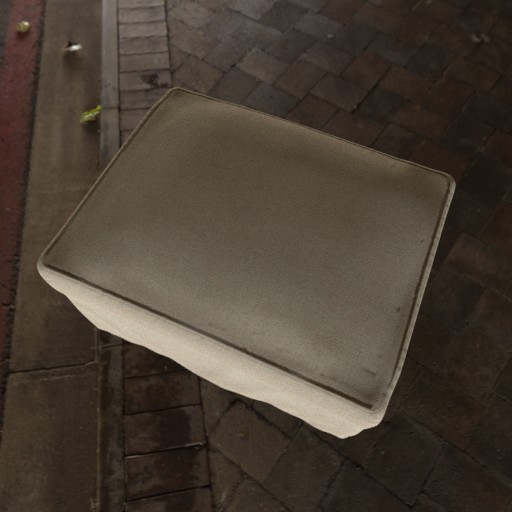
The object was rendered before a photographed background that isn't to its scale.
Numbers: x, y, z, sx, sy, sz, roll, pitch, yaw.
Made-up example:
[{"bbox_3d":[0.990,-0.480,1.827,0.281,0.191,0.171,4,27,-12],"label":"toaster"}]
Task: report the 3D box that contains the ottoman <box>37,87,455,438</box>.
[{"bbox_3d":[0.000,0.000,1.218,0.833,0.485,0.650,21,65,11],"label":"ottoman"}]
